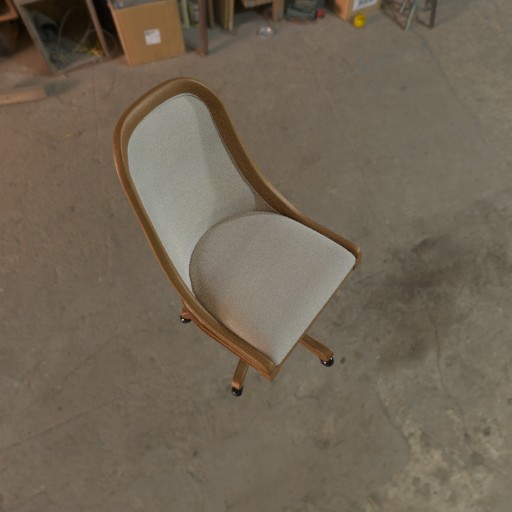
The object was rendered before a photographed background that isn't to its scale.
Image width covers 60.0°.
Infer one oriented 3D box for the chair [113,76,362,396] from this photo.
[{"bbox_3d":[0.000,0.000,1.567,0.811,1.009,0.702,34,65,18],"label":"chair"}]
